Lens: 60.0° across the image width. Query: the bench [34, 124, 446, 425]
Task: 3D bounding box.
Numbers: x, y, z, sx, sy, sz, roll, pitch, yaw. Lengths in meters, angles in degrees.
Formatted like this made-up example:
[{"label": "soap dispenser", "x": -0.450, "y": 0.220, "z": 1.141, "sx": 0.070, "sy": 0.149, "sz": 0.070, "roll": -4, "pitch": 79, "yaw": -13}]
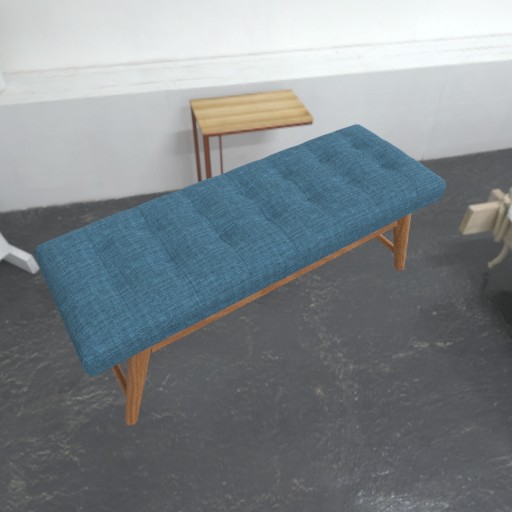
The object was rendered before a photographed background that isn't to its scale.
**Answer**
[{"label": "bench", "x": 0.000, "y": 0.000, "z": 1.361, "sx": 1.118, "sy": 0.432, "sz": 0.406, "roll": -25, "pitch": 52, "yaw": -22}]
